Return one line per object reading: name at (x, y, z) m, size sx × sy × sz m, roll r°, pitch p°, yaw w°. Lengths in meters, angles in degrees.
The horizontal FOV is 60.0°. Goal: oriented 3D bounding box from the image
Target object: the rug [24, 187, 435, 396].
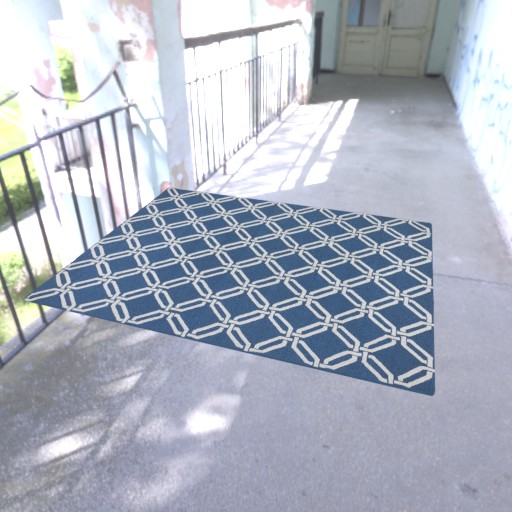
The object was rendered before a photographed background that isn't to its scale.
rug at (0.000, 0.000, 3.785) m, size 2.867 × 0.020 × 2.277 m, roll 10°, pitch 32°, yaw 16°
